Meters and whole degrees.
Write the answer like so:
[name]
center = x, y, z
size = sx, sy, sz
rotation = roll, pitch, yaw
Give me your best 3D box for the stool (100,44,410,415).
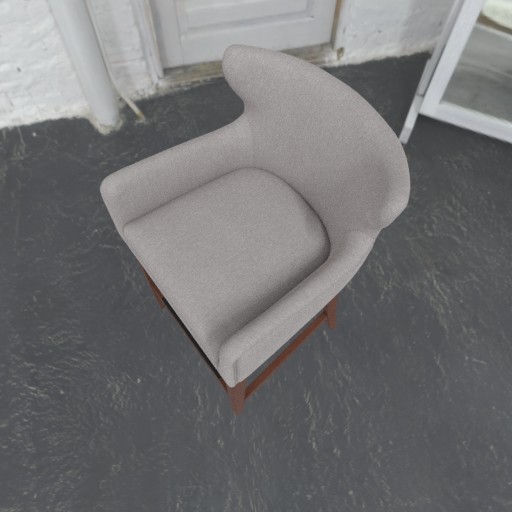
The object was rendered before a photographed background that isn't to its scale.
[stool]
center = 0.000, 0.000, 1.300
size = 0.575, 0.951, 0.575
rotation = -34, 67, -16
